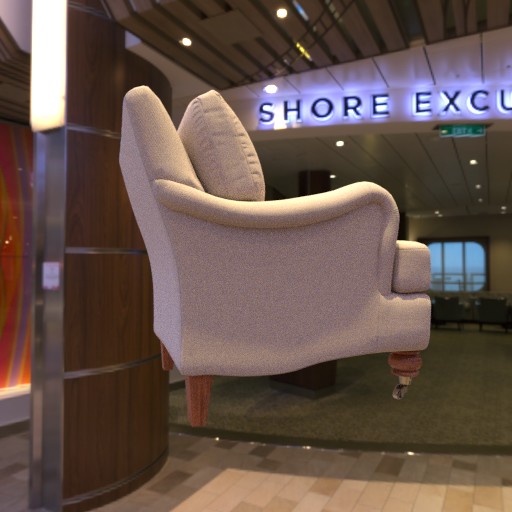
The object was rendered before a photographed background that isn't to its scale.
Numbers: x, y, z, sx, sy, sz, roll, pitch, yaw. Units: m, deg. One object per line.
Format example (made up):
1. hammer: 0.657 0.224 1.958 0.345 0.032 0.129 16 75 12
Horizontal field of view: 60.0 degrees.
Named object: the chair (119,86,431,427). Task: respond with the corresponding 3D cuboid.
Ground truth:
1. chair: 0.000 0.000 1.822 1.070 1.038 0.955 0 -1 -18
